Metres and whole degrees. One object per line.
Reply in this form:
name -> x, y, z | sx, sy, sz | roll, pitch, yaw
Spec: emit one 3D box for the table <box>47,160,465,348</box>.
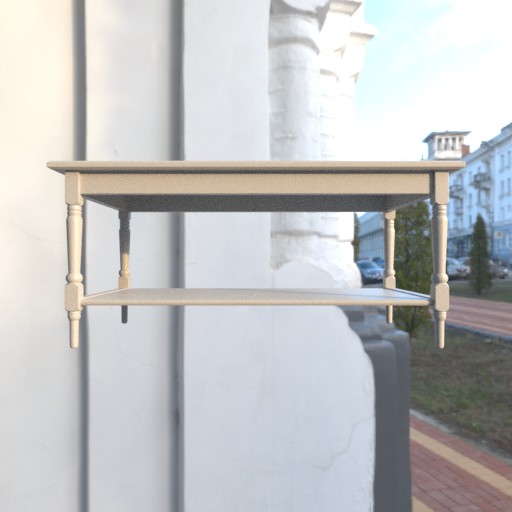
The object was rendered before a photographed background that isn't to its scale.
table -> 0.000, 0.000, 1.447 | 1.109, 0.506, 0.551 | 0, 0, 0
